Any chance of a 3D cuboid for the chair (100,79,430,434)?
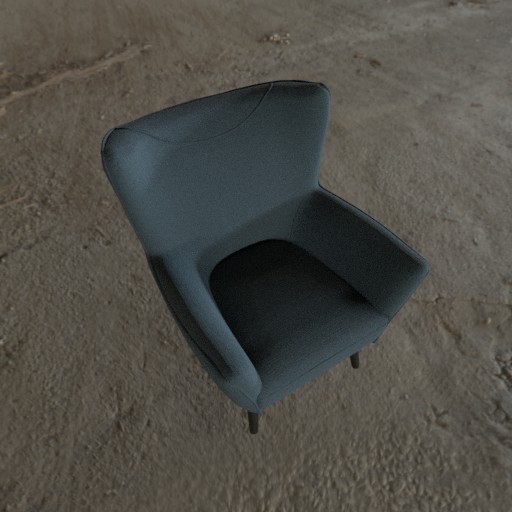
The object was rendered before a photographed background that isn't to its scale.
[{"bbox_3d":[0.000,0.000,1.578,0.781,0.933,0.888,-25,51,-22],"label":"chair"}]
